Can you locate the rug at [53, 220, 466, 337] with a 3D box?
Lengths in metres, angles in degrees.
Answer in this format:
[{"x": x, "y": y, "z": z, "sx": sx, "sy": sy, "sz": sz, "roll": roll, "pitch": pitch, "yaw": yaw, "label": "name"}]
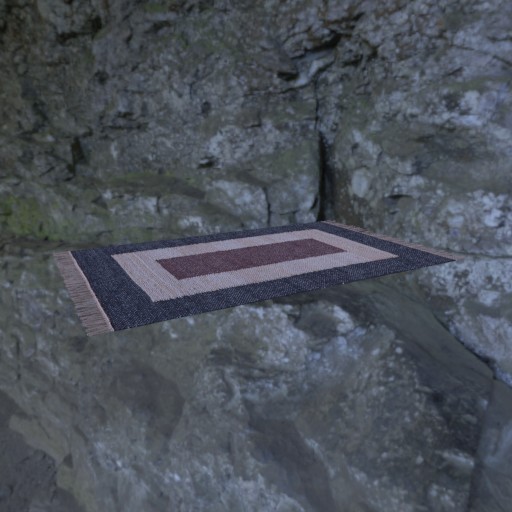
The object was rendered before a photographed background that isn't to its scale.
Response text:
[{"x": 0.000, "y": 0.000, "z": 2.505, "sx": 2.021, "sy": 0.027, "sz": 1.224, "roll": -9, "pitch": 18, "yaw": -28, "label": "rug"}]
